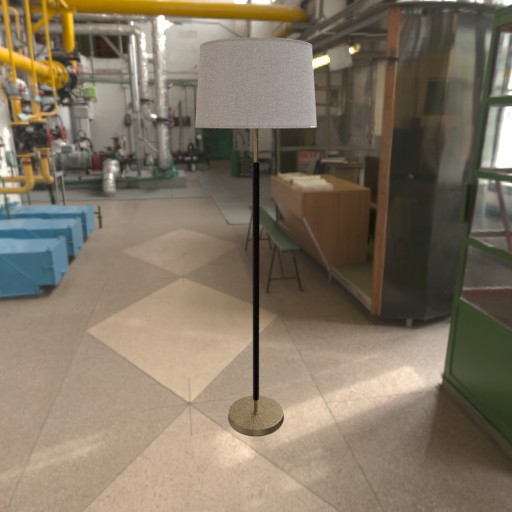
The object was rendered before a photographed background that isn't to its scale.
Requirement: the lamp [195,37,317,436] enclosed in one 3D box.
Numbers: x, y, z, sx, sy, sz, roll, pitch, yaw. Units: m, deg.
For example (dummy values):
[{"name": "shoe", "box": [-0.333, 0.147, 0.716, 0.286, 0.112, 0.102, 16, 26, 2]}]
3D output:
[{"name": "lamp", "box": [0.000, 0.000, 1.680, 0.420, 1.447, 0.420, 0, 17, 0]}]
